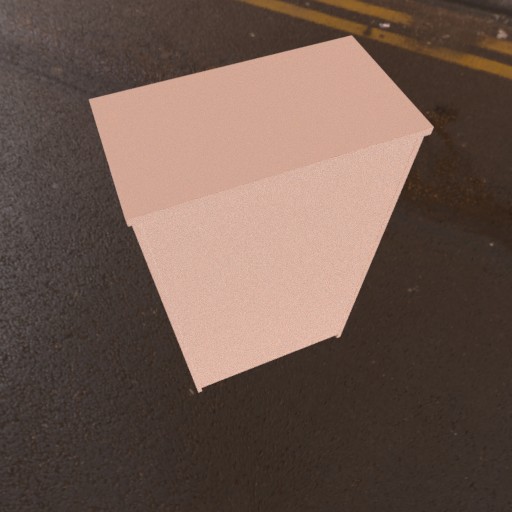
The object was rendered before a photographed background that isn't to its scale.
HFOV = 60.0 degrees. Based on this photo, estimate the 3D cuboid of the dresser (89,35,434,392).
[{"bbox_3d":[0.000,0.000,1.557,0.704,1.255,0.399,-19,60,-11],"label":"dresser"}]
